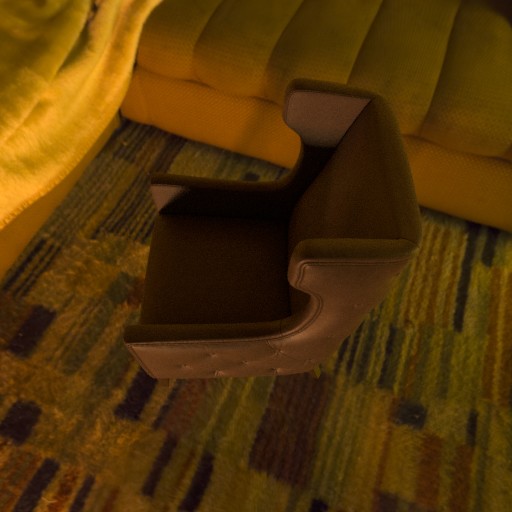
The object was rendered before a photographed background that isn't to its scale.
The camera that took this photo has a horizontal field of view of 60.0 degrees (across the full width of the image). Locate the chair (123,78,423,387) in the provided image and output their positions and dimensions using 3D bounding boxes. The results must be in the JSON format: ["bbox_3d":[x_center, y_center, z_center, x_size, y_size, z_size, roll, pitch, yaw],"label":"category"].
[{"bbox_3d":[0.000,0.000,1.687,0.899,1.079,0.769,0,58,0],"label":"chair"}]
